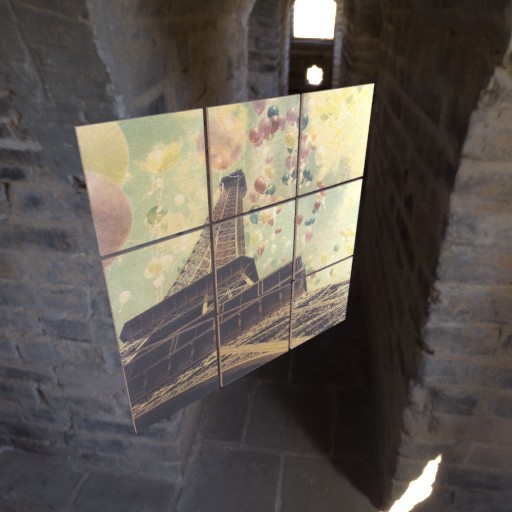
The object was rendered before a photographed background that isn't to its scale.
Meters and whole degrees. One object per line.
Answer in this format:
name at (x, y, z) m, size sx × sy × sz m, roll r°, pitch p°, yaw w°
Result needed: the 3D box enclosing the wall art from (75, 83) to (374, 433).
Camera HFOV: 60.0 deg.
wall art at (0.000, 0.000, 1.809) m, size 1.219 × 1.218 × 0.013 m, roll -21°, pitch 36°, yaw -32°
